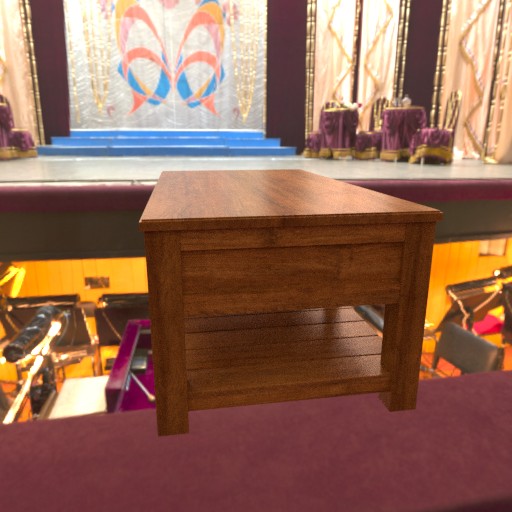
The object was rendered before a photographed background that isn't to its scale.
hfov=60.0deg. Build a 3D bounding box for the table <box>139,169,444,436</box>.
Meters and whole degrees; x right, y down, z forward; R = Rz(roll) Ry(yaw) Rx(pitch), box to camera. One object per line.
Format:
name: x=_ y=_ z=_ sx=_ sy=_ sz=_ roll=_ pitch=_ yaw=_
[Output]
table: x=0.000 y=0.000 z=1.486 sx=0.635 sy=0.480 sz=1.150 roll=-3 pitch=16 yaw=-9
